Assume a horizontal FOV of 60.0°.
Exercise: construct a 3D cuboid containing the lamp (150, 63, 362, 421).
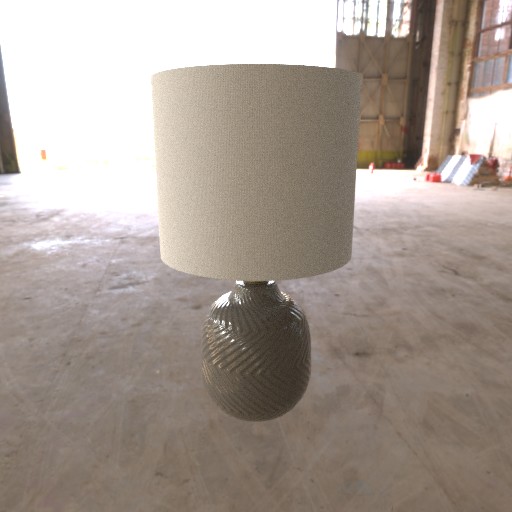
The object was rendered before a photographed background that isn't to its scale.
[{"bbox_3d":[0.000,0.000,0.491,0.207,0.366,0.207,3,15,9],"label":"lamp"}]
